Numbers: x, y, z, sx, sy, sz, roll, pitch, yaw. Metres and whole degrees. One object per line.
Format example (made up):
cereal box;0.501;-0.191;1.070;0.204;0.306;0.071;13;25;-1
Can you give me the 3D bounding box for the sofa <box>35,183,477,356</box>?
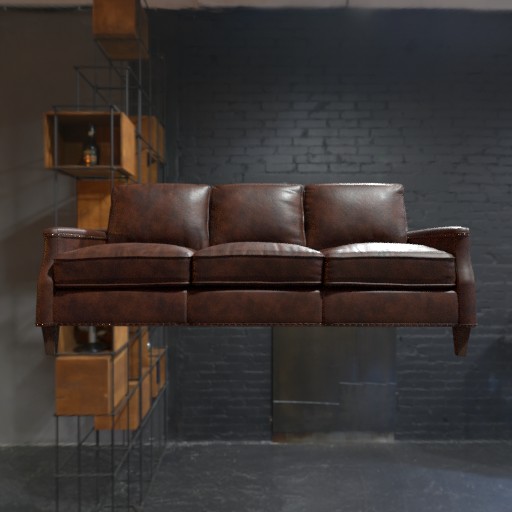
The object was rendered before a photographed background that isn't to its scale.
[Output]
sofa;0.000;0.000;2.745;2.240;1.003;1.084;0;1;1
